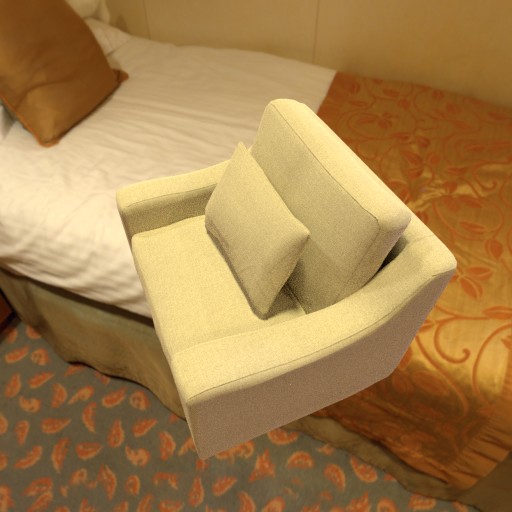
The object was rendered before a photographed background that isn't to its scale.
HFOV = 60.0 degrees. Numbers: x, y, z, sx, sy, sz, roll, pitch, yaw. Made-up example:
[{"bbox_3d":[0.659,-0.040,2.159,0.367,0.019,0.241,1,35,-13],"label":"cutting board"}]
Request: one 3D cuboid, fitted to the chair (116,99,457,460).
[{"bbox_3d":[0.000,0.000,1.953,1.009,1.016,1.178,-18,50,-15],"label":"chair"}]
